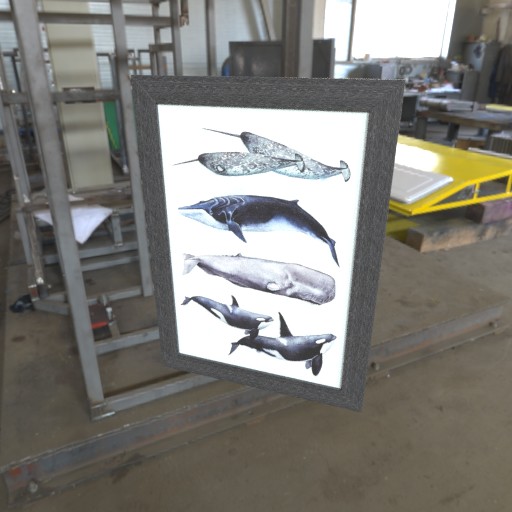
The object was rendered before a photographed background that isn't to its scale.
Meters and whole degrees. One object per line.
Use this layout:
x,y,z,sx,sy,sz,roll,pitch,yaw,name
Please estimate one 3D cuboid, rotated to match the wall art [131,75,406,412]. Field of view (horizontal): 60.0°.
0.000,0.000,1.489,0.810,1.116,0.016,8,26,17,wall art
